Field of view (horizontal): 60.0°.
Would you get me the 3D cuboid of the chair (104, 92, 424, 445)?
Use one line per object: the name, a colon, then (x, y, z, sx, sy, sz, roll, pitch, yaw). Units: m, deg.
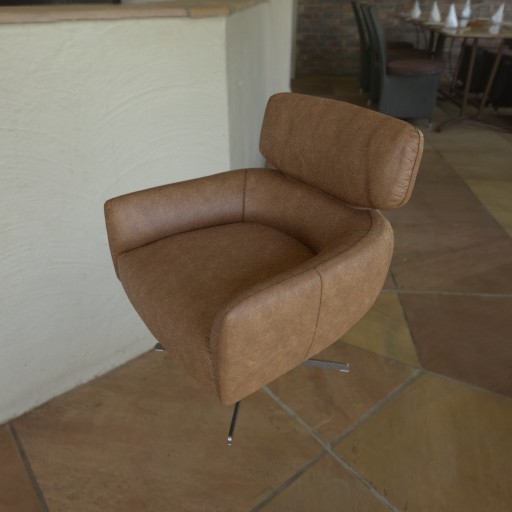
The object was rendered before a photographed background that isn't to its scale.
chair: (0.000, 0.000, 1.324, 0.715, 0.812, 0.706, -21, 37, -30)
